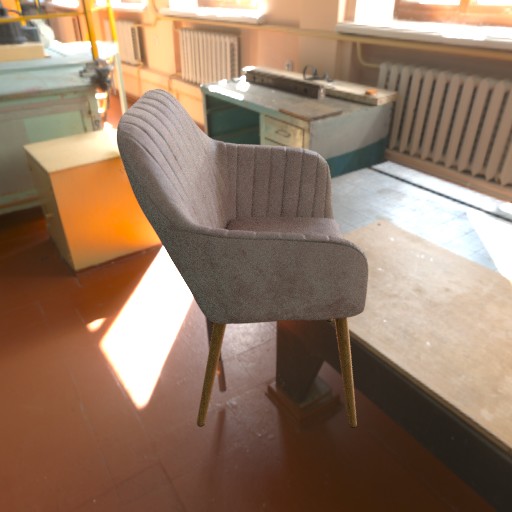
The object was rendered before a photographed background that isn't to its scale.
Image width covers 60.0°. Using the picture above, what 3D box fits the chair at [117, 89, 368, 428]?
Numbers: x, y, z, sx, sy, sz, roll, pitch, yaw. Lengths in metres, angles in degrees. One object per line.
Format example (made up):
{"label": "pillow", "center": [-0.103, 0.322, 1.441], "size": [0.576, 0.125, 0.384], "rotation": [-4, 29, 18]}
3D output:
{"label": "chair", "center": [0.000, 0.000, 1.234], "size": [0.570, 0.832, 0.610], "rotation": [0, 31, 0]}
